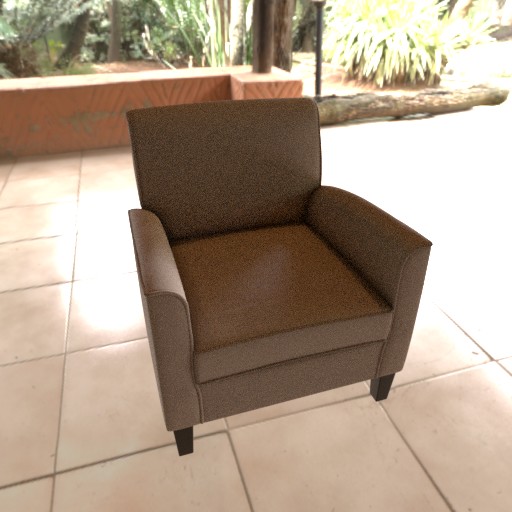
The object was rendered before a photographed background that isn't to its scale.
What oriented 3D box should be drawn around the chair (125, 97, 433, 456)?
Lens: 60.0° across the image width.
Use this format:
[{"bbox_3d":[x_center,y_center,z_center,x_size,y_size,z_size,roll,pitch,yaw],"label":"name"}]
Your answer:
[{"bbox_3d":[0.000,0.000,1.568,0.820,0.915,0.820,-9,32,-15],"label":"chair"}]
